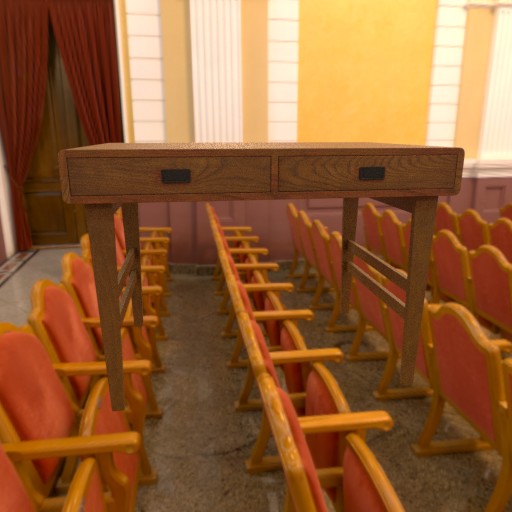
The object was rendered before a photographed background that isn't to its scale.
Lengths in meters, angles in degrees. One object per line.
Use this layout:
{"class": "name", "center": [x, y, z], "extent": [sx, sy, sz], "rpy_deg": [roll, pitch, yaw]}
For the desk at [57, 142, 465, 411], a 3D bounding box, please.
{"class": "desk", "center": [0.000, 0.000, 1.551], "extent": [1.066, 0.754, 0.660], "rpy_deg": [-2, 16, -8]}
